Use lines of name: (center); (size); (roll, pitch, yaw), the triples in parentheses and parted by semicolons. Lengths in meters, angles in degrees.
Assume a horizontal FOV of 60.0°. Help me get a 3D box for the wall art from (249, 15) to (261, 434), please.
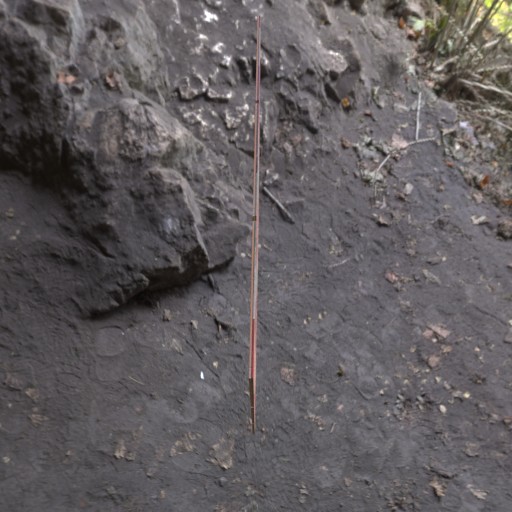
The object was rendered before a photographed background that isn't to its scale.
wall art: (0.000, 0.000, 2.213); (0.013, 1.519, 1.521); (1, 63, 0)
